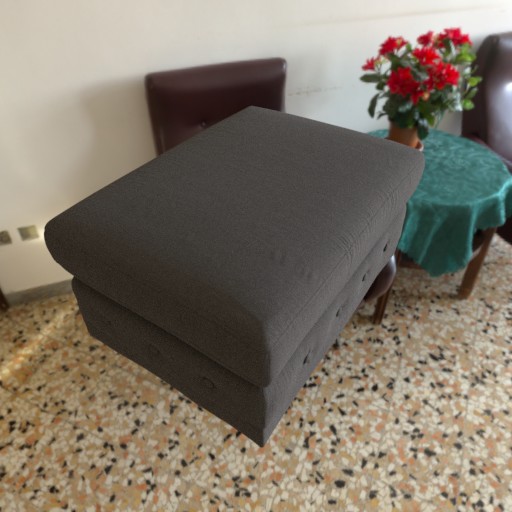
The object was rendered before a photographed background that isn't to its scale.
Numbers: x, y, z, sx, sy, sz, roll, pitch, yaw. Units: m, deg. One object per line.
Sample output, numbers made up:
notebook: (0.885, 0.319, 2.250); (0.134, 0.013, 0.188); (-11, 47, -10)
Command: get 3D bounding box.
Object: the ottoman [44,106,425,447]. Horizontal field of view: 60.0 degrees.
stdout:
ottoman: (0.000, 0.000, 1.139); (0.569, 0.500, 0.771); (24, 46, 25)
